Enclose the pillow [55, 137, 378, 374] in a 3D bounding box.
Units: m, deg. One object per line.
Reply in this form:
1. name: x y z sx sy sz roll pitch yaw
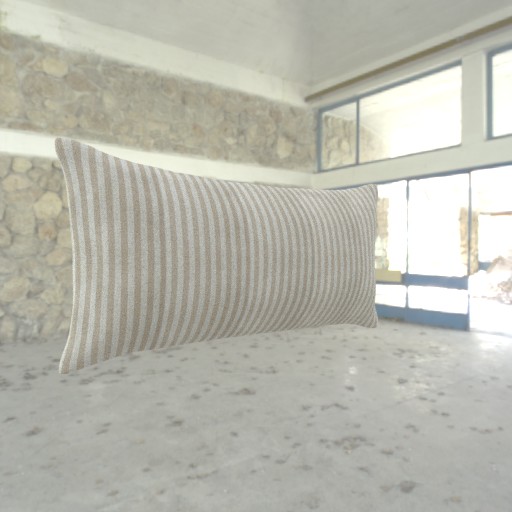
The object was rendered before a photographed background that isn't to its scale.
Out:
1. pillow: 0.000 0.000 0.730 0.617 0.295 0.151 0 0 -36
